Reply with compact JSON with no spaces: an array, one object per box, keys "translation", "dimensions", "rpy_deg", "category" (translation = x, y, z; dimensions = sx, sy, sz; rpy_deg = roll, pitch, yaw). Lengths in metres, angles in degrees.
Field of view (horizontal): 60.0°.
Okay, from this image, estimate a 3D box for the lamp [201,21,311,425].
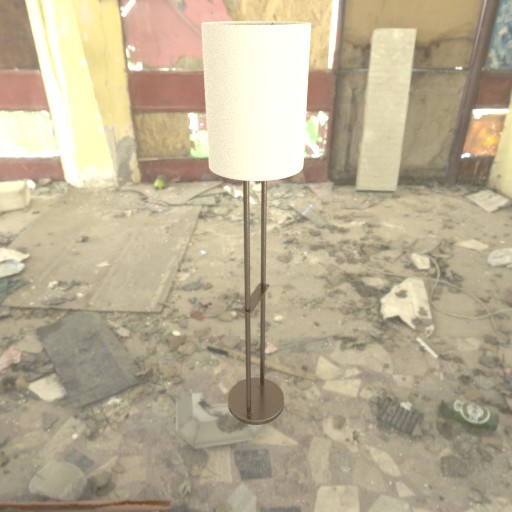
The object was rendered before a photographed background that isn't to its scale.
[{"translation":[0.000,0.000,1.610],"dimensions":[0.305,1.500,0.306],"rpy_deg":[11,31,18],"category":"lamp"}]
